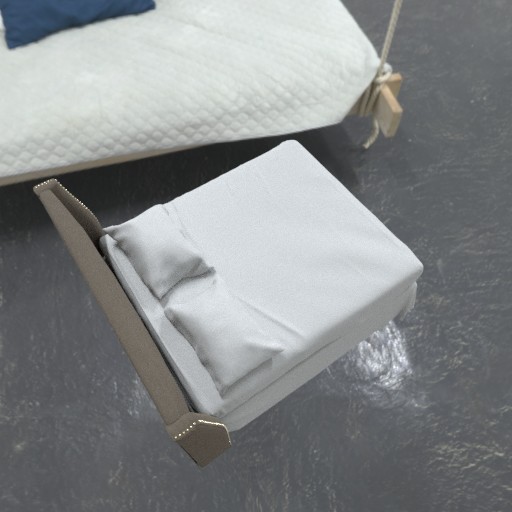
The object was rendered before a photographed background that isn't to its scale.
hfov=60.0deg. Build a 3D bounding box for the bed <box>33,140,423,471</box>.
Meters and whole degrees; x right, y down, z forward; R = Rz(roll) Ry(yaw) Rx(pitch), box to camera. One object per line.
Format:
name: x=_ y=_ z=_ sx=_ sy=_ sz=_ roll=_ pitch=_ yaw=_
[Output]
bed: x=0.000 y=0.000 z=3.375 sx=2.276 sy=1.332 sz=1.925 roll=-31 pitch=64 yaw=-17
